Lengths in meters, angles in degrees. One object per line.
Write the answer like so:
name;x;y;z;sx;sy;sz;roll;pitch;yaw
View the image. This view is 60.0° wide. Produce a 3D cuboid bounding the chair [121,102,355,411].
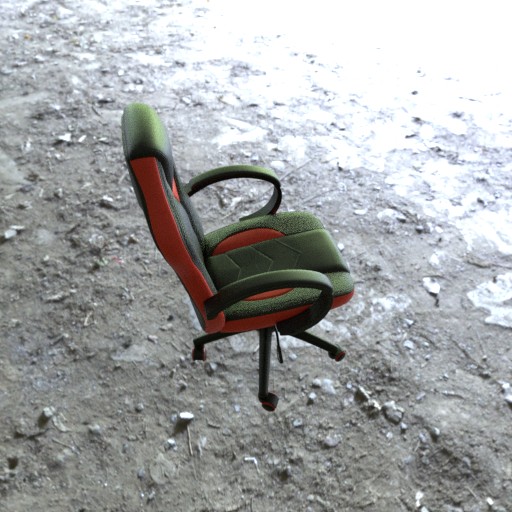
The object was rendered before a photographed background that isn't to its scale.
chair;0.000;0.000;1.415;0.642;1.016;0.600;-11;48;-10
